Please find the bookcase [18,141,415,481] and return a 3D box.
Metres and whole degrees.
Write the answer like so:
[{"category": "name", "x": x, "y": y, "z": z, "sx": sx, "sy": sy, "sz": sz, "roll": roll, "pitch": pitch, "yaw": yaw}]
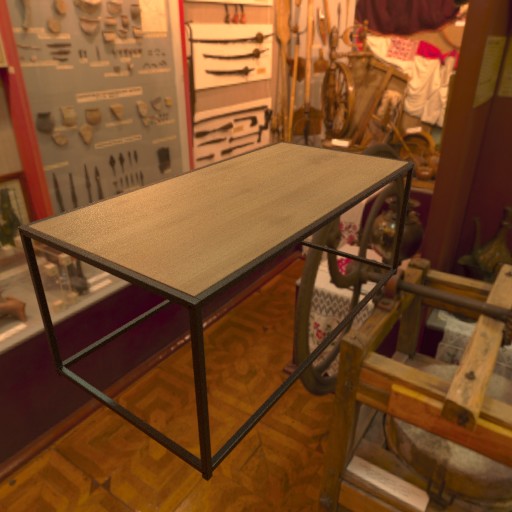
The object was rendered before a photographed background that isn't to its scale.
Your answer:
[{"category": "bookcase", "x": 0.000, "y": 0.000, "z": 1.240, "sx": 0.500, "sy": 0.400, "sz": 1.000, "roll": 18, "pitch": 32, "yaw": 32}]
